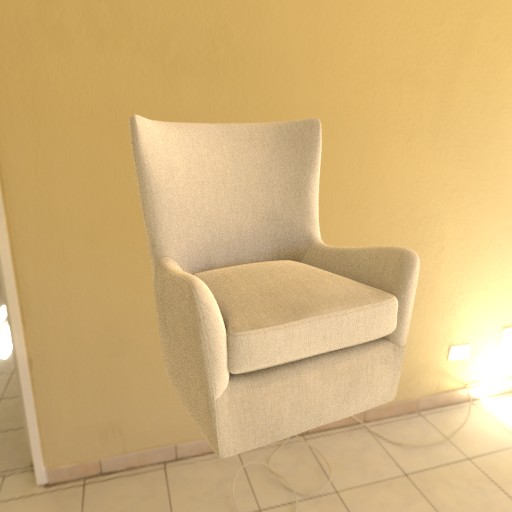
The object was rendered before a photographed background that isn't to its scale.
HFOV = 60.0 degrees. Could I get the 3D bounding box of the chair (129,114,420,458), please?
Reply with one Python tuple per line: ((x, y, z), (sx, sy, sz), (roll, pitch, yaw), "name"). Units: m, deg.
((0.000, 0.000, 1.644), (0.779, 1.000, 0.904), (-8, 17, -26), "chair")
